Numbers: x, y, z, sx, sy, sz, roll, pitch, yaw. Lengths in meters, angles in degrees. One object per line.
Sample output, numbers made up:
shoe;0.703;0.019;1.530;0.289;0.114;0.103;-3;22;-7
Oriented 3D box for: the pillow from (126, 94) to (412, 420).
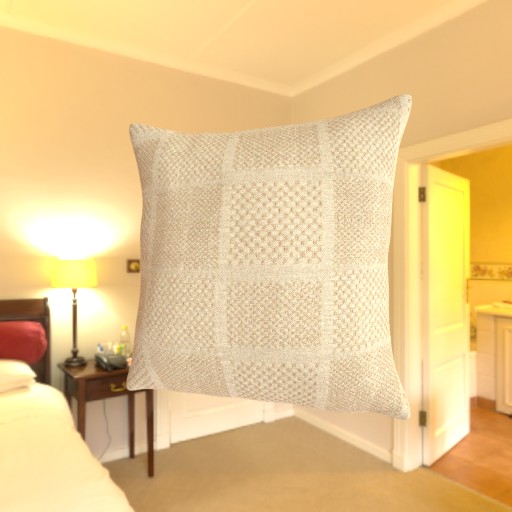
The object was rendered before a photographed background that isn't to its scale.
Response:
pillow;0.000;0.000;0.656;0.436;0.432;0.138;0;0;18
